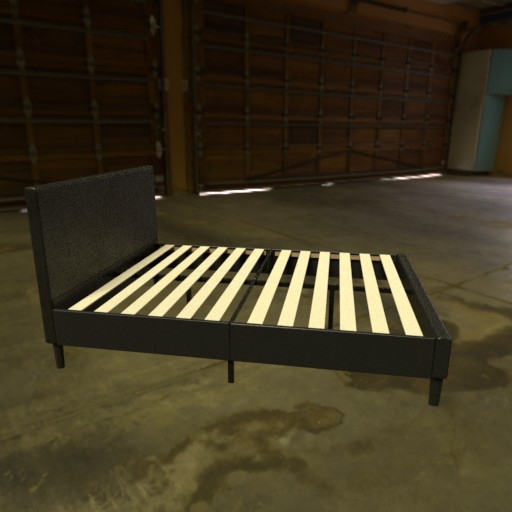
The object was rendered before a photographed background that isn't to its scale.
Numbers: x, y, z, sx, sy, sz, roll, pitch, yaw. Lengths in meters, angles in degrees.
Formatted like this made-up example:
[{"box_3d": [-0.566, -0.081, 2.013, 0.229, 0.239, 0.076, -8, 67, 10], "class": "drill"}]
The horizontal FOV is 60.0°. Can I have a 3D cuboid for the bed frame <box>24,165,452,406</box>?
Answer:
[{"box_3d": [0.000, 0.000, 3.171, 2.318, 1.127, 1.634, 3, 16, 10], "class": "bed frame"}]
